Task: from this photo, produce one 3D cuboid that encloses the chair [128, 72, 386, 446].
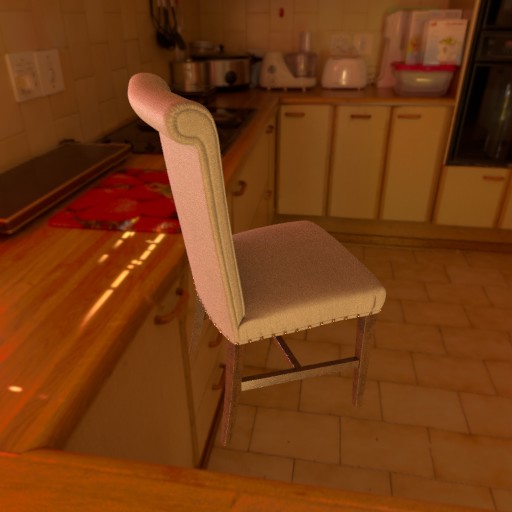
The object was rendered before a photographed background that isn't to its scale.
[{"bbox_3d":[0.000,0.000,1.321,0.608,0.988,0.513,-11,31,-18],"label":"chair"}]
